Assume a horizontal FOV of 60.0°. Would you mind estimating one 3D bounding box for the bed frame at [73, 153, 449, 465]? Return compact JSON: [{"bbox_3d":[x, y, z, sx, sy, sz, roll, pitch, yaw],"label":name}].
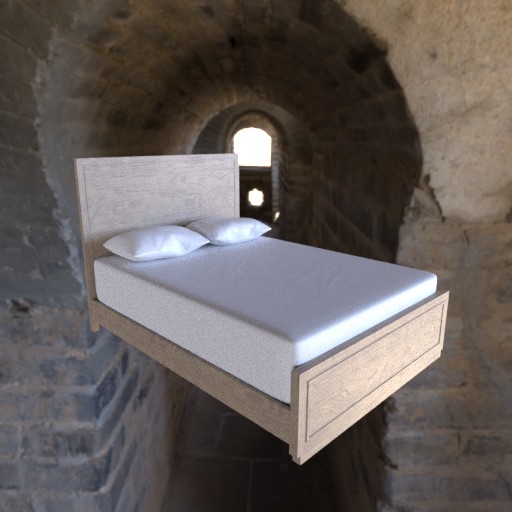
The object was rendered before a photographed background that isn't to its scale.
[{"bbox_3d":[0.000,0.000,3.221,1.606,1.369,2.189,-14,21,-43],"label":"bed frame"}]
